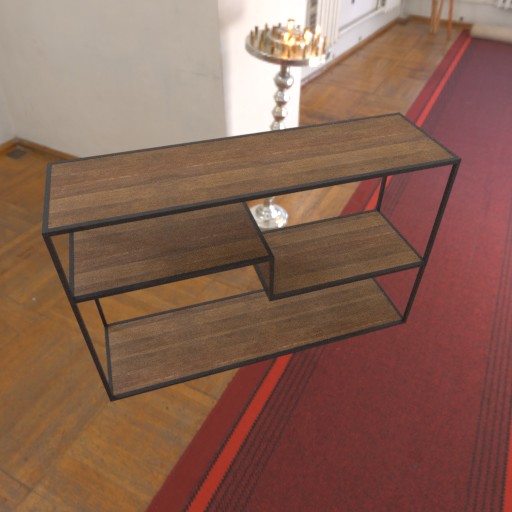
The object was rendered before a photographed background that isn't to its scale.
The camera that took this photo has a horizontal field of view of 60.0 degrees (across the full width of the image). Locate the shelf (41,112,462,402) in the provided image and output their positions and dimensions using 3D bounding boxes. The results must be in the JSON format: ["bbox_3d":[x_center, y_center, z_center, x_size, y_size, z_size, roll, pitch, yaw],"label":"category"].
[{"bbox_3d":[0.000,0.000,1.588,1.201,0.765,0.361,-12,43,-13],"label":"shelf"}]
